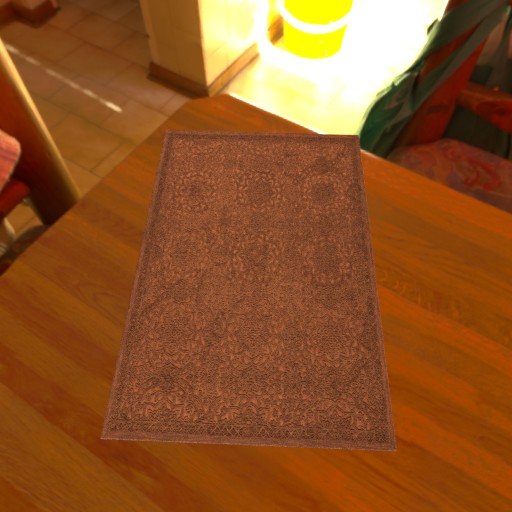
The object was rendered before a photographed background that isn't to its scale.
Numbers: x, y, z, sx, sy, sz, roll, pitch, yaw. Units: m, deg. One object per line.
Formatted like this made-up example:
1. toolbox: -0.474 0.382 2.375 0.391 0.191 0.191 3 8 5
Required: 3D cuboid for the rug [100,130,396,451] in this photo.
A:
1. rug: 0.000 0.000 2.292 1.208 0.012 1.819 2 58 1
